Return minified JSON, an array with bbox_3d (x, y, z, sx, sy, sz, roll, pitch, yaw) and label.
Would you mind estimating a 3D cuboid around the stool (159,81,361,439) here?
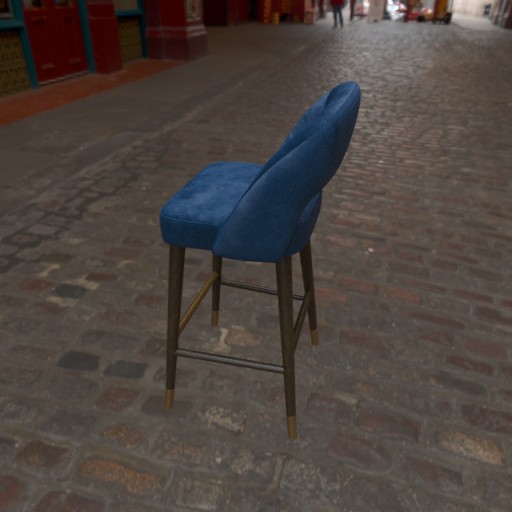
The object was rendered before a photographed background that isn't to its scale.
[{"bbox_3d":[0.000,0.000,1.362,0.515,1.016,0.514,8,32,13],"label":"stool"}]
